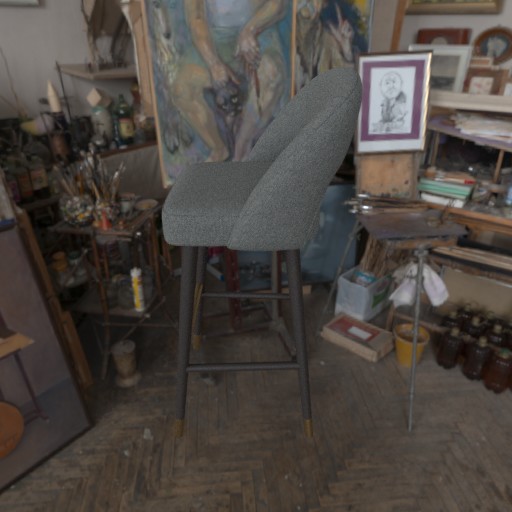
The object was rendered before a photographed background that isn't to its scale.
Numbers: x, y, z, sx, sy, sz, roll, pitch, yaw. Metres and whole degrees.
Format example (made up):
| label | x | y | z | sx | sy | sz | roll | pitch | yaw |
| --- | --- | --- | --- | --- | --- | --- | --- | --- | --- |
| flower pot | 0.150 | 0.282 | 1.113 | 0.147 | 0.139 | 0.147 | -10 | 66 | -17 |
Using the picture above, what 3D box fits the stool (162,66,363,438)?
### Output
| label | x | y | z | sx | sy | sz | roll | pitch | yaw |
| --- | --- | --- | --- | --- | --- | --- | --- | --- | --- |
| stool | 0.000 | 0.000 | 1.386 | 0.524 | 1.089 | 0.536 | 0 | 27 | 1 |
